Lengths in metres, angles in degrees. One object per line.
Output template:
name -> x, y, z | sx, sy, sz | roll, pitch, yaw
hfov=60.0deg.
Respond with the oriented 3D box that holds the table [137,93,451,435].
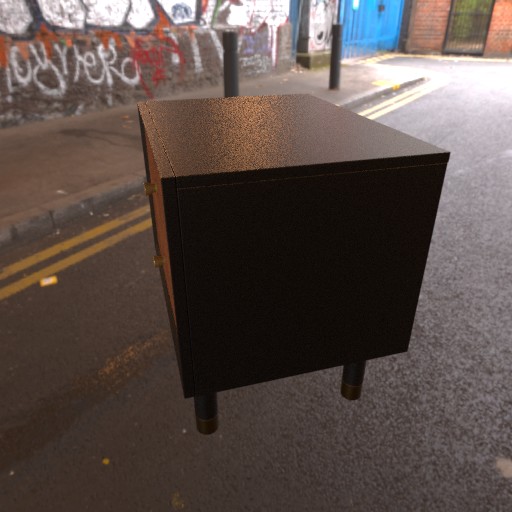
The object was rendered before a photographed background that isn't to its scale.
table -> 0.000, 0.000, 0.984 | 0.441, 0.584, 0.564 | -8, 30, -14
